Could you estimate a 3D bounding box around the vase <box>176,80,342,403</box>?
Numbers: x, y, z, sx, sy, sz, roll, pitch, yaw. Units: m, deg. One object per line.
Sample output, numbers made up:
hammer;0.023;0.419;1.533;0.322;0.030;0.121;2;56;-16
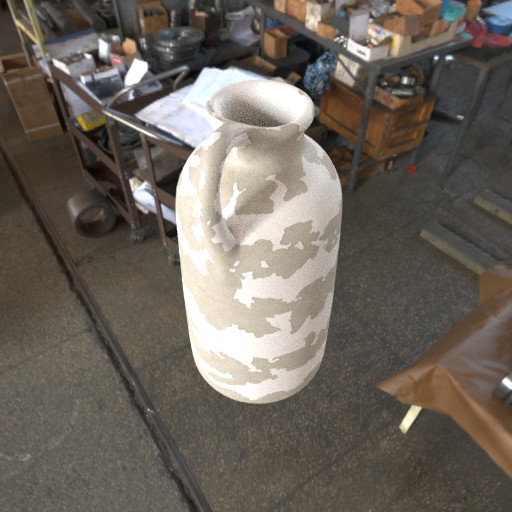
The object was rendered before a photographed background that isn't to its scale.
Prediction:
vase;0.000;0.000;0.491;0.186;0.382;0.203;16;49;15
